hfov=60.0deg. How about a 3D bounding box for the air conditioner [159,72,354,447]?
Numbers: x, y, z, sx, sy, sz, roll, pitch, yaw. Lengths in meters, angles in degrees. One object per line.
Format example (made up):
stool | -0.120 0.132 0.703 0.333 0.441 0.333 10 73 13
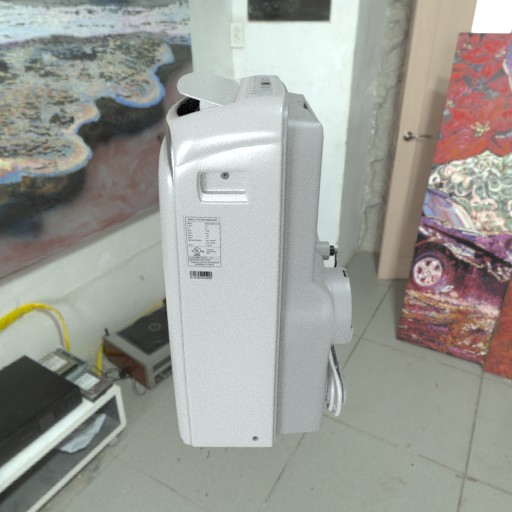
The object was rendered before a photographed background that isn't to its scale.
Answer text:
air conditioner | 0.000 0.000 1.043 0.414 0.786 0.449 0 28 0
